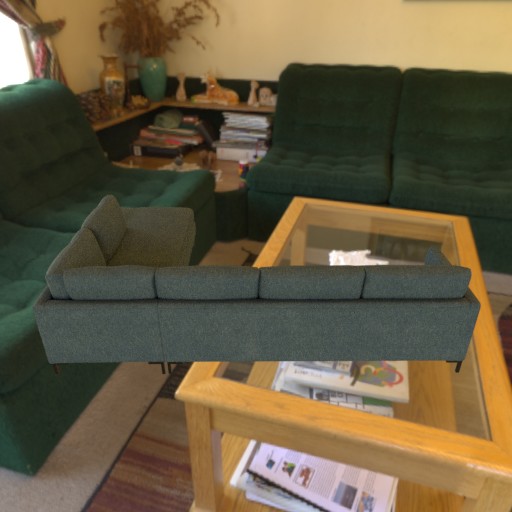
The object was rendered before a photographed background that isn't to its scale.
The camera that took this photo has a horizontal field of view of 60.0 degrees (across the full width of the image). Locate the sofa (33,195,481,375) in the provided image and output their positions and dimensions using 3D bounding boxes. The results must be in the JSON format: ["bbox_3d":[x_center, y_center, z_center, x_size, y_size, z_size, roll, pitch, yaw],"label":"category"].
[{"bbox_3d":[0.000,0.000,3.799,2.949,0.815,2.007,0,30,0],"label":"sofa"}]
